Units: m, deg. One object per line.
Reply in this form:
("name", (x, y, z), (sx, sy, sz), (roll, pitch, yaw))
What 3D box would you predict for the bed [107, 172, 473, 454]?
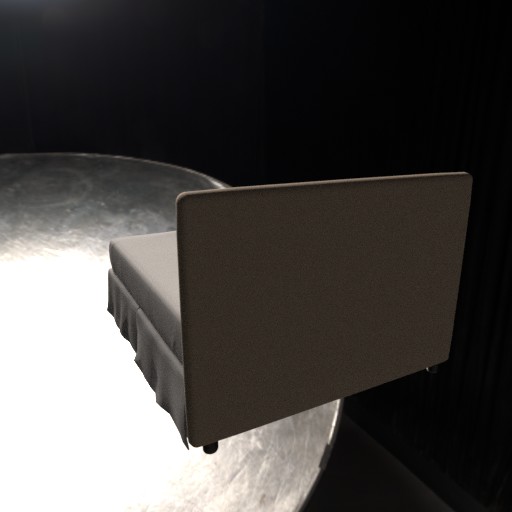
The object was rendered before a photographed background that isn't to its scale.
("bed", (0.000, 0.000, 3.276), (1.884, 1.330, 2.142), (-9, 18, -27))
